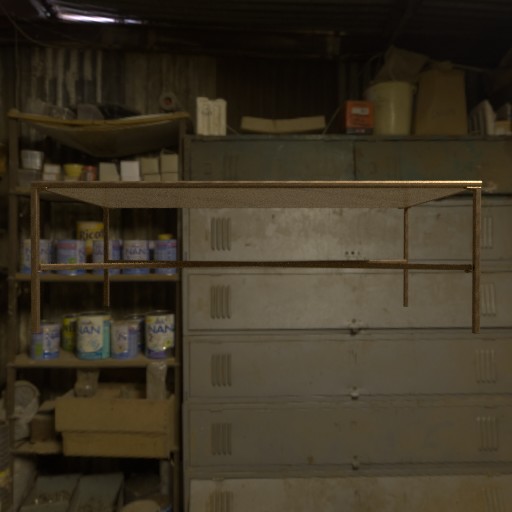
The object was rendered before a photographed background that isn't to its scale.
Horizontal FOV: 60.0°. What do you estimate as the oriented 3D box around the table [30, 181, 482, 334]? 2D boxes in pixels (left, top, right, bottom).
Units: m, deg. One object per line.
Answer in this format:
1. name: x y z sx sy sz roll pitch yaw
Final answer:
1. table: 0.000 0.000 1.464 1.197 0.405 0.577 0 1 0
